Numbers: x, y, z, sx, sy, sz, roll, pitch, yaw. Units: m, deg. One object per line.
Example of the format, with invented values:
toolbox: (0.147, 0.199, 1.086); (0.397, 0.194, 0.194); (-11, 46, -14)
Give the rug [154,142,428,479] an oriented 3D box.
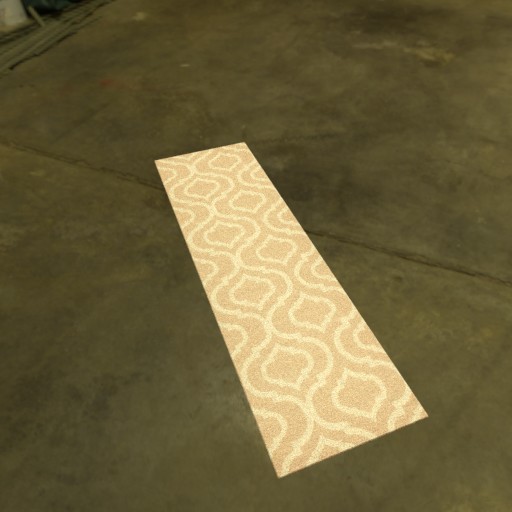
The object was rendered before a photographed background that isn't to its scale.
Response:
rug: (0.000, 0.000, 2.531); (0.691, 0.013, 2.289); (-15, 48, -14)
